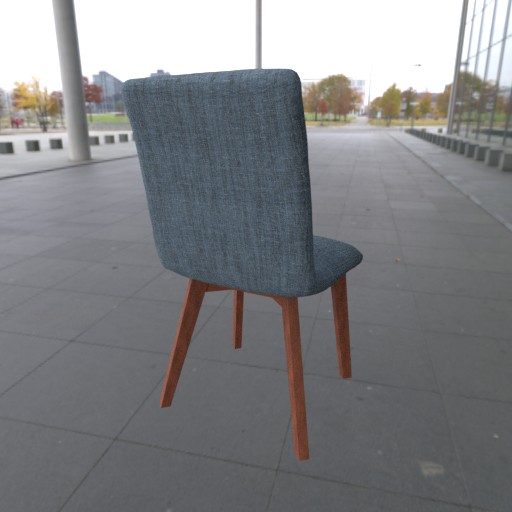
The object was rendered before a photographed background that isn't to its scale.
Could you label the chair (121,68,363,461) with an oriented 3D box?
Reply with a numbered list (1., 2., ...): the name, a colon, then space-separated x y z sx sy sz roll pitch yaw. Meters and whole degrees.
1. chair: 0.000 0.000 1.313 0.522 0.974 0.563 9 20 27
